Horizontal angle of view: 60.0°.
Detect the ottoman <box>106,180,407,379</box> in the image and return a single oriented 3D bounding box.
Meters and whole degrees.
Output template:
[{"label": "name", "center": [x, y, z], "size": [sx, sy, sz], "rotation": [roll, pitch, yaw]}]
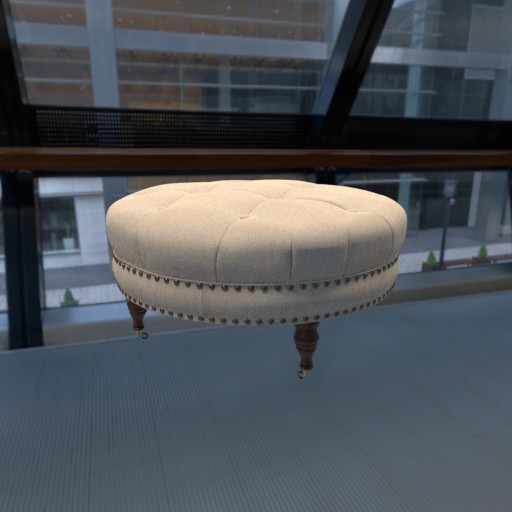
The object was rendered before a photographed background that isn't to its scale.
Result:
[{"label": "ottoman", "center": [0.000, 0.000, 1.490], "size": [0.940, 0.483, 0.940], "rotation": [0, 16, 0]}]
